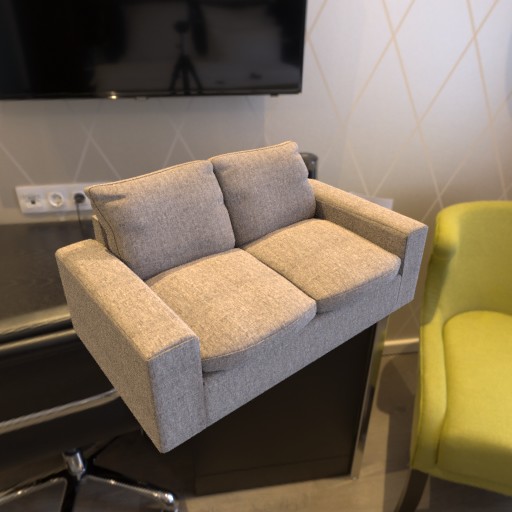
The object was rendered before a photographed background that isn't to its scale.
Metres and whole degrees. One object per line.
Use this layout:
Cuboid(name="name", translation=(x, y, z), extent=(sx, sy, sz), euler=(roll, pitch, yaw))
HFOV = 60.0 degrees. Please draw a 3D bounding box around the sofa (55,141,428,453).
Cuboid(name="sofa", translation=(0.000, 0.000, 2.408), extent=(1.758, 0.877, 1.094), euler=(-22, 36, -33))
